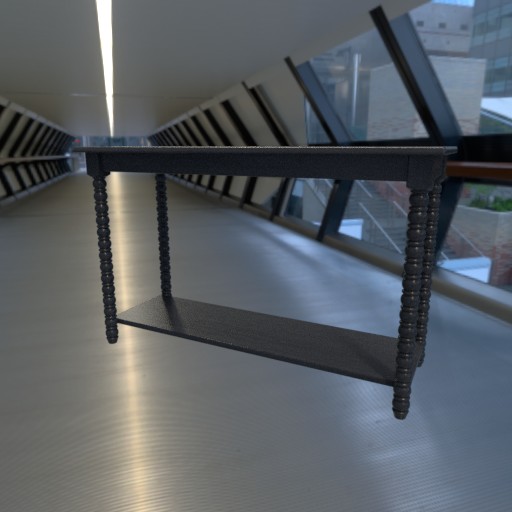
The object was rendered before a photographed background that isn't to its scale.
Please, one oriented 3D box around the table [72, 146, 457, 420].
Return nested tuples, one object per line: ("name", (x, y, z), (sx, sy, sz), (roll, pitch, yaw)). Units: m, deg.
("table", (0.000, 0.000, 1.534), (1.184, 0.735, 0.459), (7, 15, 26))
